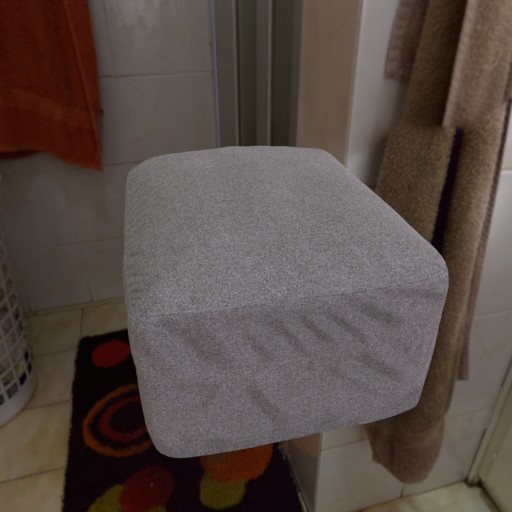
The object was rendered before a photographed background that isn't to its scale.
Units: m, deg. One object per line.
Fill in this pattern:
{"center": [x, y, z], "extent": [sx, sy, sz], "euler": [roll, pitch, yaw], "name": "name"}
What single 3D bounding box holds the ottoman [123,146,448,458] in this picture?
{"center": [0.000, 0.000, 1.232], "extent": [0.683, 0.481, 0.837], "euler": [-7, 32, -11], "name": "ottoman"}
